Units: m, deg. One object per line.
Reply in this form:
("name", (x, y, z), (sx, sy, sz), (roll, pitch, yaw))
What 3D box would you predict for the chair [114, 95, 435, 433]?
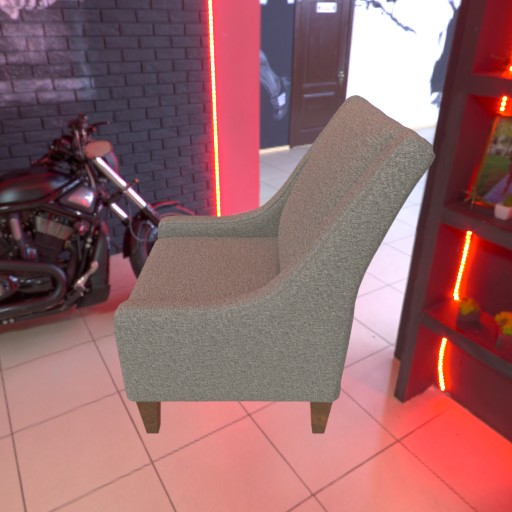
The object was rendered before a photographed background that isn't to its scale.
("chair", (0.000, 0.000, 1.603), (0.870, 1.016, 0.774), (0, 27, 0))
